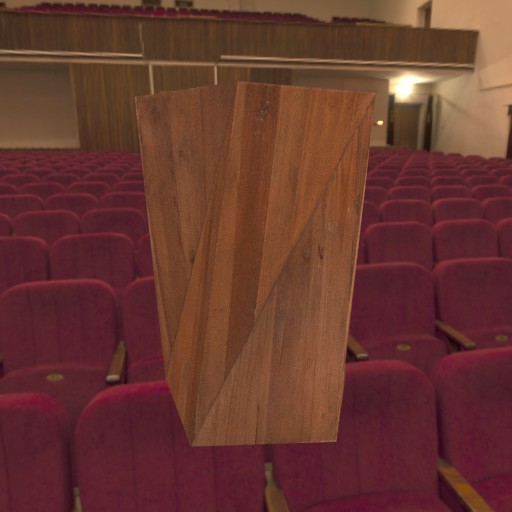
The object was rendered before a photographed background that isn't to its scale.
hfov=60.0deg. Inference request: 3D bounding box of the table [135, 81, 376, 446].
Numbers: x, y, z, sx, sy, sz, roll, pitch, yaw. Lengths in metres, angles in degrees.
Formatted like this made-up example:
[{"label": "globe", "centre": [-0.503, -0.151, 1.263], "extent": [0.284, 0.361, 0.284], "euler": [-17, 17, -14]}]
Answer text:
[{"label": "table", "centre": [0.000, 0.000, 0.901], "extent": [0.441, 0.604, 0.425], "euler": [-2, 13, -9]}]
